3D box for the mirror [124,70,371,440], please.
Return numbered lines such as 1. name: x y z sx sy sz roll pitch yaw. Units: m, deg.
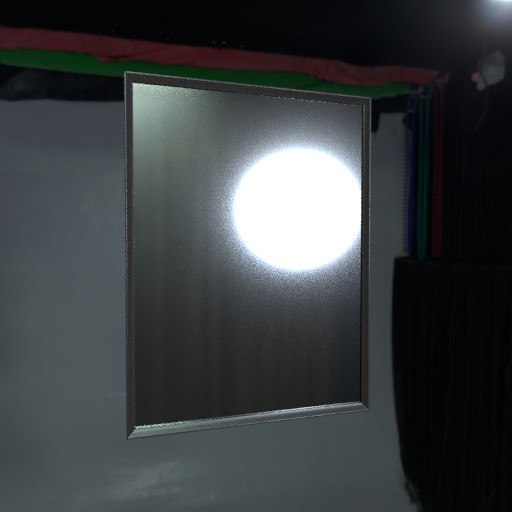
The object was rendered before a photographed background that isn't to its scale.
1. mirror: 0.000 0.000 1.346 0.762 1.016 0.041 0 2 -17
